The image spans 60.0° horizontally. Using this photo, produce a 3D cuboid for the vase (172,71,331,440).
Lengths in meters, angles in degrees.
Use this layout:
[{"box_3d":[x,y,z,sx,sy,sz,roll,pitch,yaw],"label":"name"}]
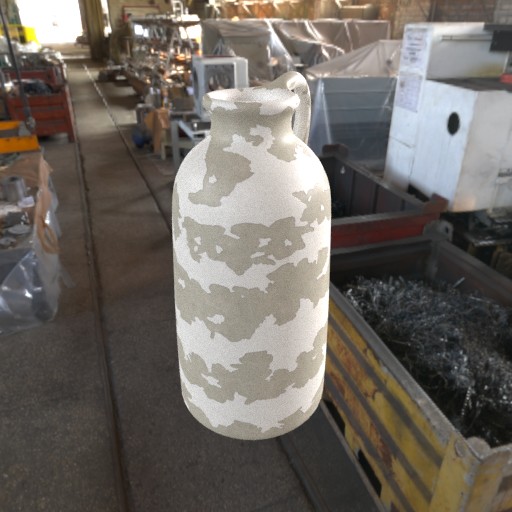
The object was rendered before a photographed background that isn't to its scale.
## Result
[{"box_3d":[0.000,0.000,0.507,0.186,0.382,0.203,19,33,31],"label":"vase"}]
